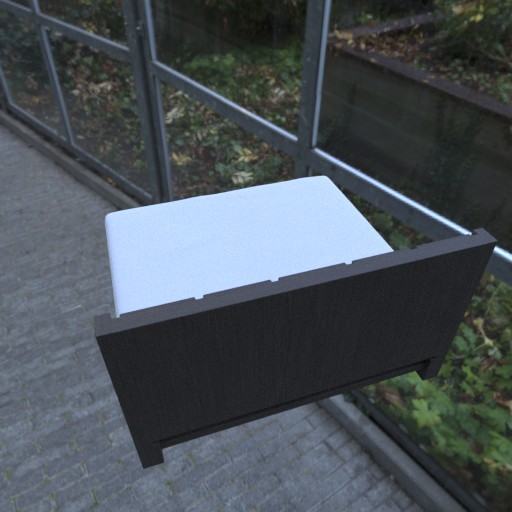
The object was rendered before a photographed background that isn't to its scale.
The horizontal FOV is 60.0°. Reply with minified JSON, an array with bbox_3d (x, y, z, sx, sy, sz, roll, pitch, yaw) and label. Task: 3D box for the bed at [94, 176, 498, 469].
[{"bbox_3d":[0.000,0.000,3.315,2.134,1.270,2.012,-12,42,-14],"label":"bed"}]
